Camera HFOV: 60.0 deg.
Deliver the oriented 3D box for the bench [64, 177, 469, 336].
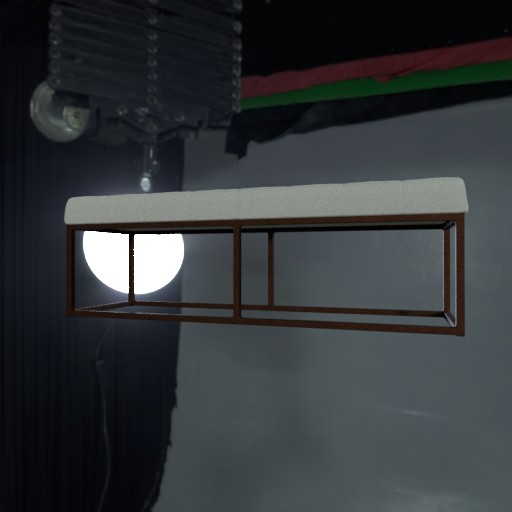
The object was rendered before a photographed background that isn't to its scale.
[{"bbox_3d":[0.000,0.000,1.767,1.488,0.488,0.479,0,0,18],"label":"bench"}]
